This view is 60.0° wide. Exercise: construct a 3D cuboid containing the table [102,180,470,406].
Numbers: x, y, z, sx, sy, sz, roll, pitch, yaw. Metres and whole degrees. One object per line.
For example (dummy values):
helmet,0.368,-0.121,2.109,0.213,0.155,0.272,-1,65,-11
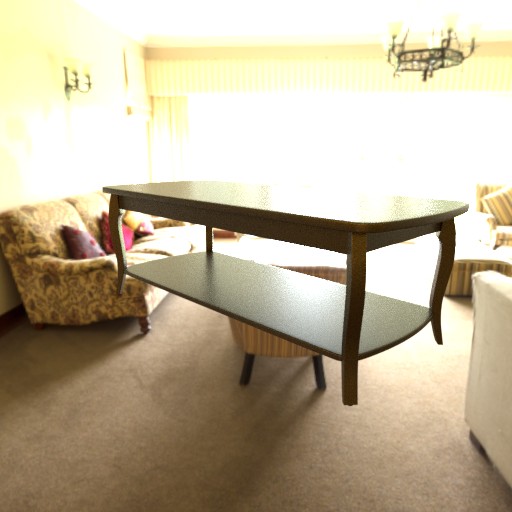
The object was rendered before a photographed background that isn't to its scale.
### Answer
table,0.000,0.000,1.612,0.571,0.457,1.333,-13,19,-43
